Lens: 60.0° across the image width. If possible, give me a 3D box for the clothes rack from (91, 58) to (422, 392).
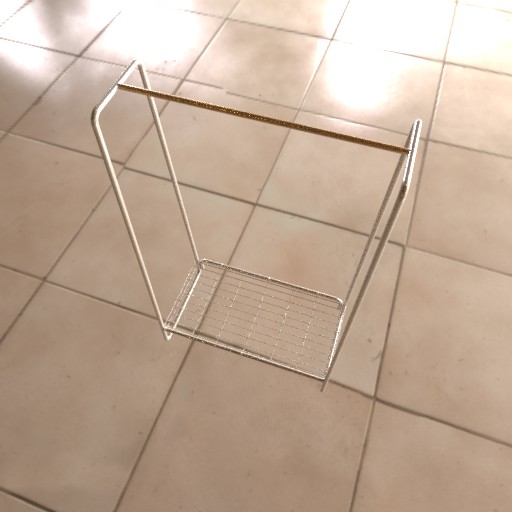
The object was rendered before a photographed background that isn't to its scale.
[{"bbox_3d":[0.000,0.000,1.881,0.900,1.500,0.495,16,59,10],"label":"clothes rack"}]
